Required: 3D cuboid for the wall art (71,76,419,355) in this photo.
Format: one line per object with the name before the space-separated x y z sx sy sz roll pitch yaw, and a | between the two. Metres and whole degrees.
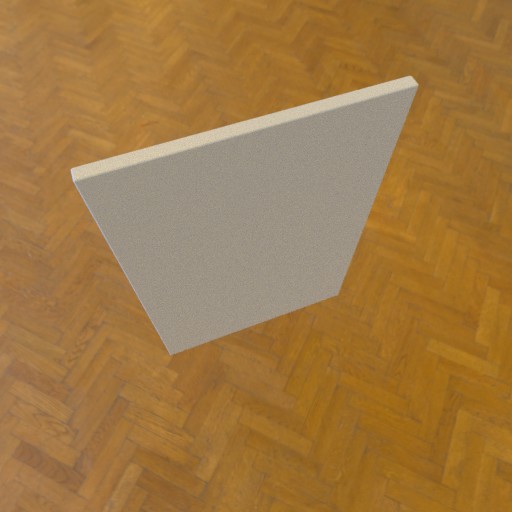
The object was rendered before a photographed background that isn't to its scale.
wall art | 0.000 0.000 1.026 0.556 0.813 0.026 -18 62 -10
